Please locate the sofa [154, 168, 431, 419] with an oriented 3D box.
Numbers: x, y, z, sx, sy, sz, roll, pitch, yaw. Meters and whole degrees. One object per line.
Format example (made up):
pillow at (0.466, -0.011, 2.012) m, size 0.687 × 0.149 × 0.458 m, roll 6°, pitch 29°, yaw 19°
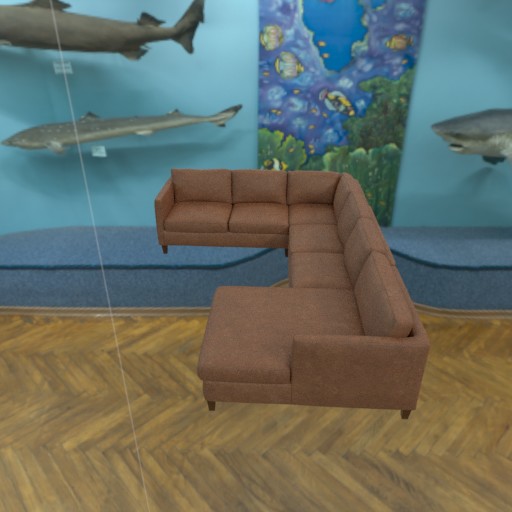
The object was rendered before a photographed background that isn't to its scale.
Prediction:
sofa at (0.000, 0.000, 4.651) m, size 2.593 × 0.923 × 3.460 m, roll 2°, pitch 29°, yaw 3°
